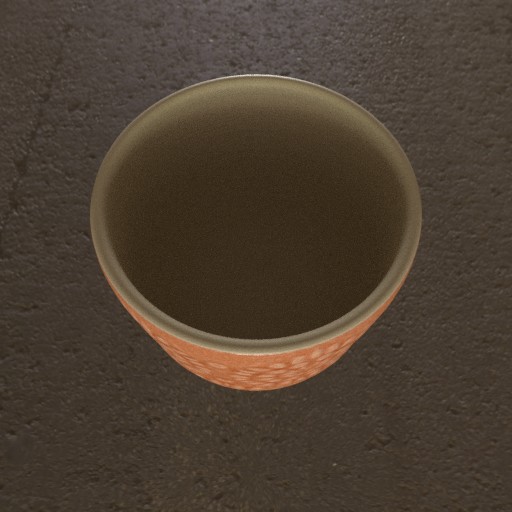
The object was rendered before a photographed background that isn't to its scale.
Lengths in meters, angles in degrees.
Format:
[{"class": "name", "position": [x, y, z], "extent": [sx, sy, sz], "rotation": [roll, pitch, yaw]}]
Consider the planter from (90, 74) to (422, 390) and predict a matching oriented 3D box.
[{"class": "planter", "position": [0.000, 0.000, 0.213], "extent": [0.124, 0.109, 0.124], "rotation": [0, 64, 0]}]
